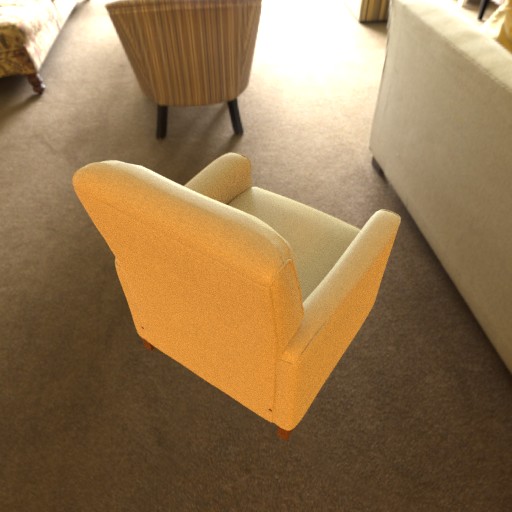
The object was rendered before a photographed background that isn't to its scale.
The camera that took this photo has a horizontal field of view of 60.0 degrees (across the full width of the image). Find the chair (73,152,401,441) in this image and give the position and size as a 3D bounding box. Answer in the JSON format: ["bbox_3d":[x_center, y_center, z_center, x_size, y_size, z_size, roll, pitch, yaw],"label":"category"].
[{"bbox_3d":[0.000,0.000,1.673,0.841,1.023,0.858,26,51,23],"label":"chair"}]
